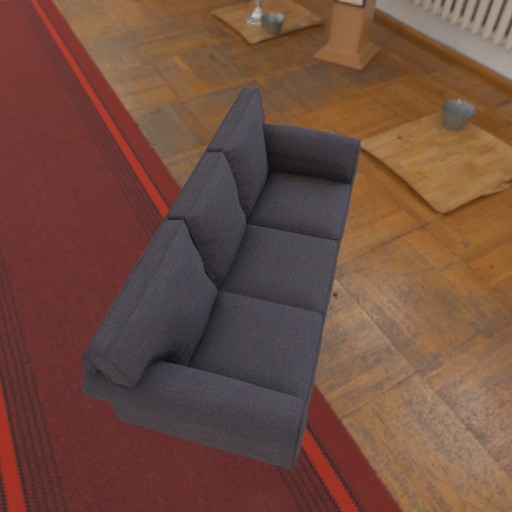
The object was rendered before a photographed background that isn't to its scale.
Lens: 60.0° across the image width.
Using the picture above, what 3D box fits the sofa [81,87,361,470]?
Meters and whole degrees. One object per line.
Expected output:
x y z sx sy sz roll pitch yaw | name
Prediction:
0.000 0.000 2.491 0.909 0.966 2.084 12 49 10 | sofa
